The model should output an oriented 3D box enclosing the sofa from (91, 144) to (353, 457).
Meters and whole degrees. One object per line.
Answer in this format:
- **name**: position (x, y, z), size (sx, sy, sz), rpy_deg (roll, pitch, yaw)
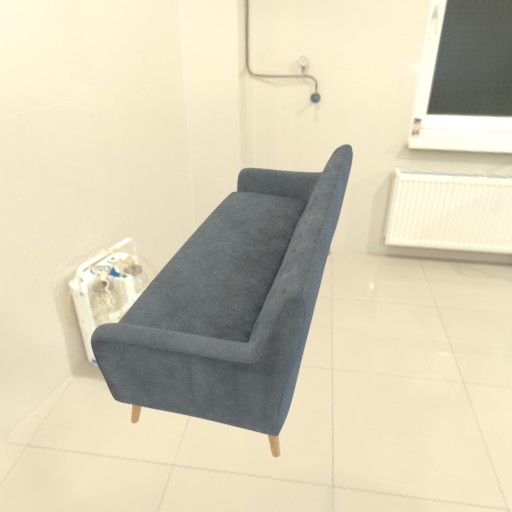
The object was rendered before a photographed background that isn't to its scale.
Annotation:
- **sofa**: position (0.000, 0.000, 2.431), size (0.841, 0.832, 1.975), rpy_deg (8, 31, 13)
